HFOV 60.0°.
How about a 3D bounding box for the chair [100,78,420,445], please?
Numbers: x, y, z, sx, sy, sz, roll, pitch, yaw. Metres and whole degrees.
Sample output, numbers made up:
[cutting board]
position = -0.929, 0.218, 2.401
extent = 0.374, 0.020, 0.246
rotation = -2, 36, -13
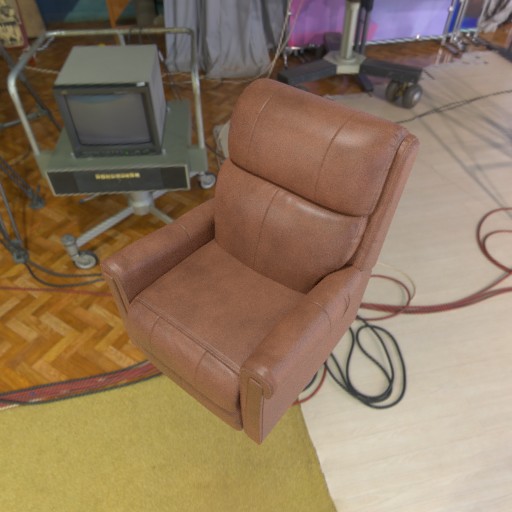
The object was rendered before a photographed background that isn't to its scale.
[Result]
[chair]
position = 0.000, 0.000, 1.808
extent = 0.838, 1.054, 1.014
rotation = 30, 53, 25
